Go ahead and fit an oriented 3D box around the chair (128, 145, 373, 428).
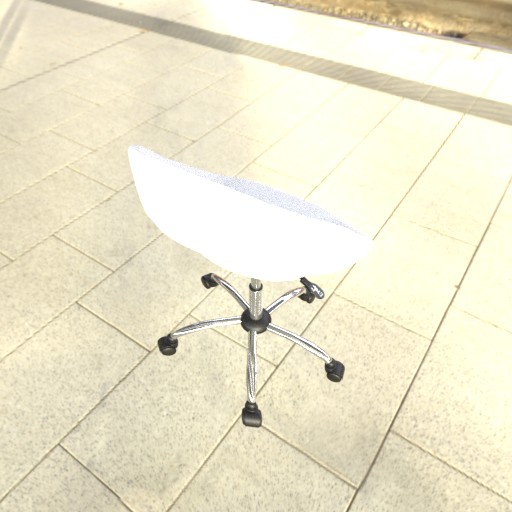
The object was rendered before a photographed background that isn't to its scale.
[{"bbox_3d":[0.000,0.000,1.189,0.612,0.791,0.538,24,50,22],"label":"chair"}]
